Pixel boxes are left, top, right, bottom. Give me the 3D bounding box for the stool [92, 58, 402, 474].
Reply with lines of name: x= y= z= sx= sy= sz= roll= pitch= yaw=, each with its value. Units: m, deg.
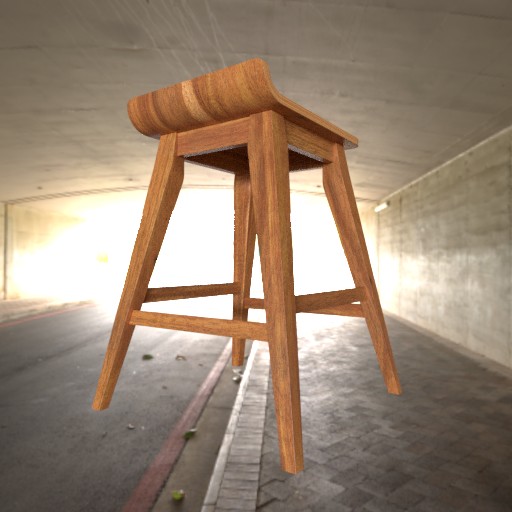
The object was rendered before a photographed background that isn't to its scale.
stool: x=0.000 y=0.000 z=1.003 sx=0.500 sy=0.650 sz=0.500 roll=0 pitch=-1 yaw=35
